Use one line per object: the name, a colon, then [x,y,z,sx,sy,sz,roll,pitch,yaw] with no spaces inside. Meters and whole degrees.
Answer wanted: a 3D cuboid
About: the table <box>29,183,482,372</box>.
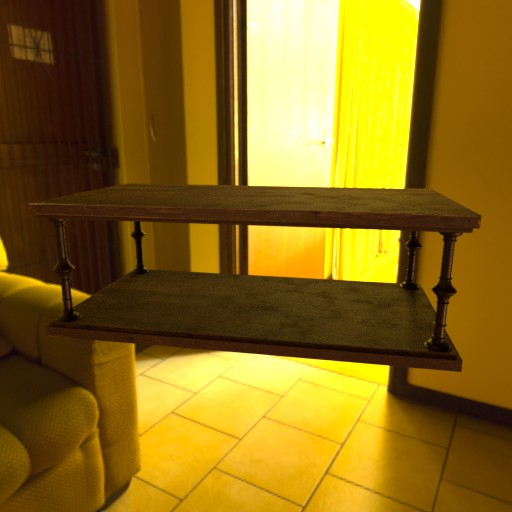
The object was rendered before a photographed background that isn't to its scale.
table: [0.000,0.000,1.358,1.088,0.373,0.554,3,15,10]
